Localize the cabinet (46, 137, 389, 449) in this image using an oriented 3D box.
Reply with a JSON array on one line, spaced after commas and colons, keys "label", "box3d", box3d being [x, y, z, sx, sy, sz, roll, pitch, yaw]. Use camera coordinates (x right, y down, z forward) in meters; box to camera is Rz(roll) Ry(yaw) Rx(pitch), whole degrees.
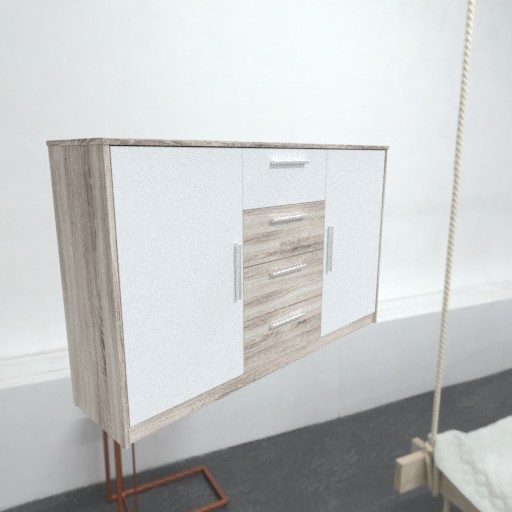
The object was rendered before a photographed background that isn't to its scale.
[{"label": "cabinet", "box3d": [0.000, 0.000, 1.833, 0.380, 0.900, 1.450, 12, 18, 43]}]
